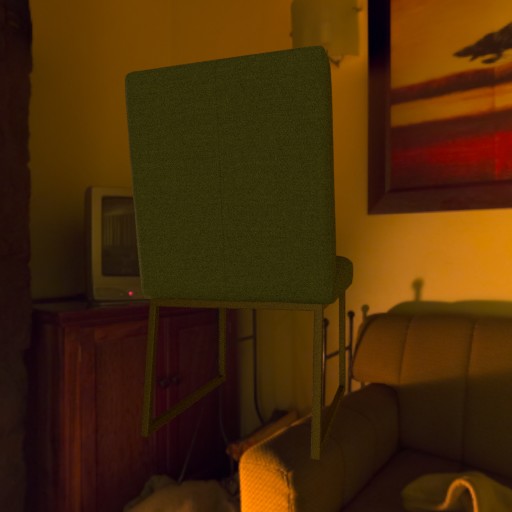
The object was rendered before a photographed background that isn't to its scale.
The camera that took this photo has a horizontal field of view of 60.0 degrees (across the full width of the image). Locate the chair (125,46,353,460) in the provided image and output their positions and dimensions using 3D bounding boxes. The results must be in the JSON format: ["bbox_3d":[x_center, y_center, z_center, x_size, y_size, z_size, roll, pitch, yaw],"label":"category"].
[{"bbox_3d":[0.000,0.000,1.319,0.520,0.930,0.634,0,0,17],"label":"chair"}]
